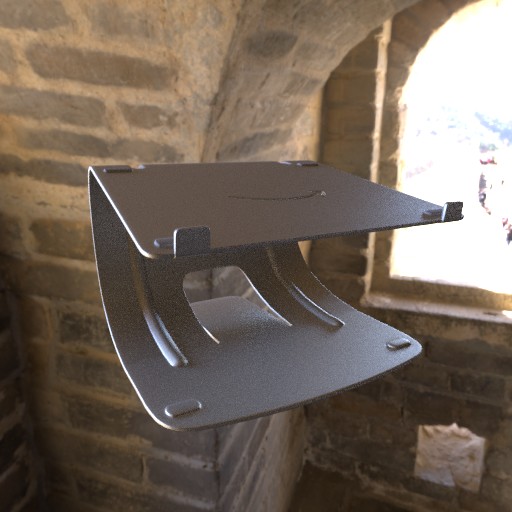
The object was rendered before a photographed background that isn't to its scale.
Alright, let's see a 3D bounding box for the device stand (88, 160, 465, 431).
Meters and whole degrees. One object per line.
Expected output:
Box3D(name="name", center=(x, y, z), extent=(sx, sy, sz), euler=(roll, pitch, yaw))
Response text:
Box3D(name="device stand", center=(0.000, 0.000, 0.393), extent=(0.256, 0.155, 0.236), euler=(-8, 17, -28))
